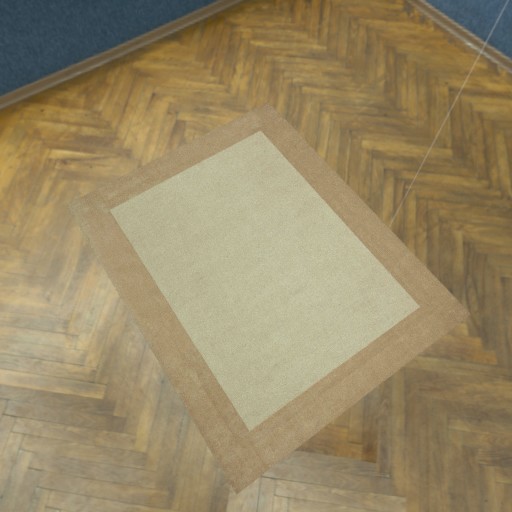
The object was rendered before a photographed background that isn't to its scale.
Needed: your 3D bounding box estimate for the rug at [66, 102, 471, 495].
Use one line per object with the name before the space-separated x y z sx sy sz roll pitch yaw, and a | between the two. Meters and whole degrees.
rug | 0.000 0.000 4.104 2.438 0.014 3.048 -31 67 -15
